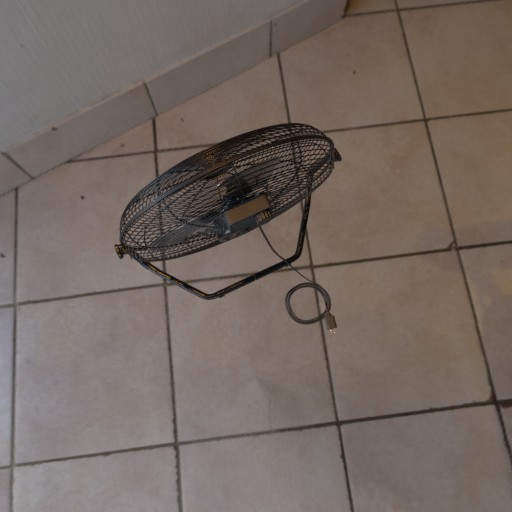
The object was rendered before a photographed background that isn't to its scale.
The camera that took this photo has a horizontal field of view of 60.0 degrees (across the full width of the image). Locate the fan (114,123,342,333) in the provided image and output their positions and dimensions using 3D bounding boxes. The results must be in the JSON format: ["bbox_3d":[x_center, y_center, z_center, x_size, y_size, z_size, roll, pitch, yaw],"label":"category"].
[{"bbox_3d":[0.000,0.000,0.945,0.555,0.546,0.424,-25,76,-7],"label":"fan"}]
